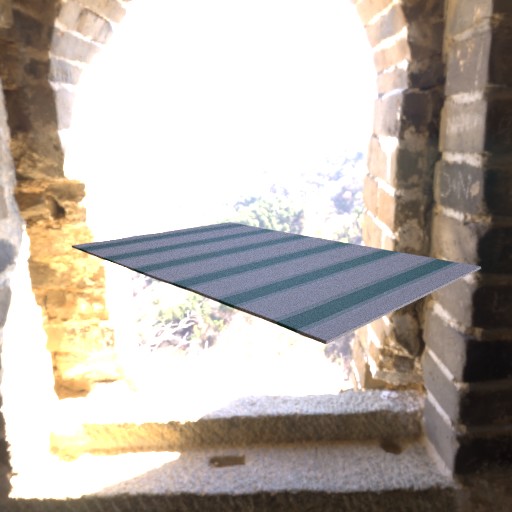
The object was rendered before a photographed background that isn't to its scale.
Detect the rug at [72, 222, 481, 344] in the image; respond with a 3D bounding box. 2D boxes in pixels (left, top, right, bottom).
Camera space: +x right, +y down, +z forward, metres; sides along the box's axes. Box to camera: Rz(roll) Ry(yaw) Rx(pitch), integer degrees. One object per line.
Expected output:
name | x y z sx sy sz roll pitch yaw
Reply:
rug | 0.000 0.000 2.335 1.210 0.012 1.829 -13 19 -43
